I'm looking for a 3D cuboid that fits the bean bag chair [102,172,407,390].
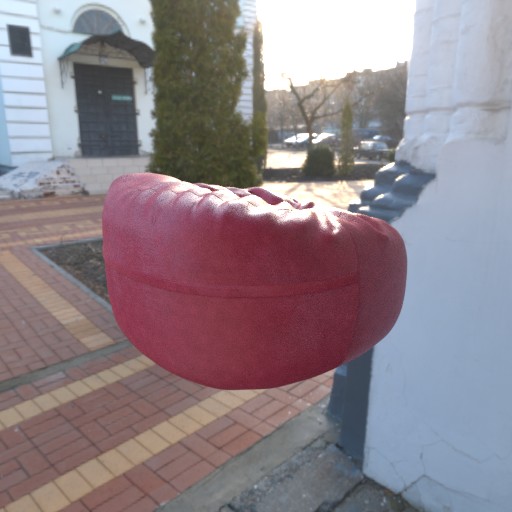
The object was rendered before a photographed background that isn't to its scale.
[{"bbox_3d":[0.000,0.000,2.352,1.524,0.878,1.524,-8,17,-28],"label":"bean bag chair"}]
